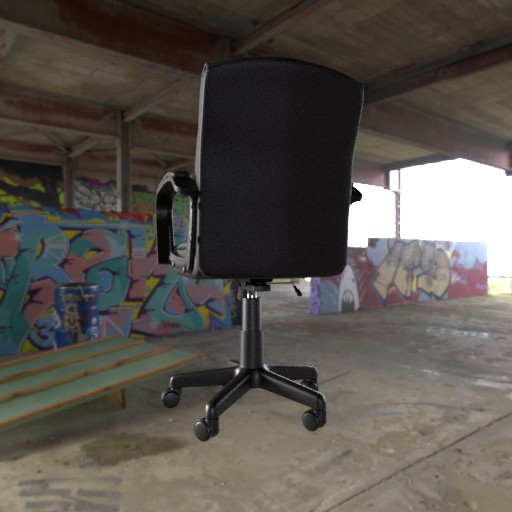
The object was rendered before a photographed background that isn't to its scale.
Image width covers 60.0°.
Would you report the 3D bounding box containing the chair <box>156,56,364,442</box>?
[{"bbox_3d":[0.000,0.000,1.397,0.576,0.998,0.641,0,0,-18],"label":"chair"}]
